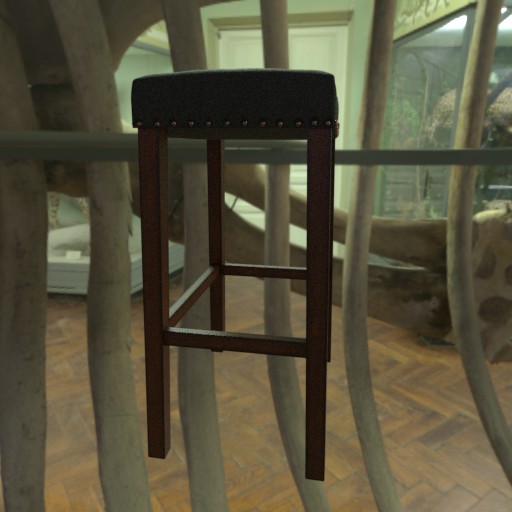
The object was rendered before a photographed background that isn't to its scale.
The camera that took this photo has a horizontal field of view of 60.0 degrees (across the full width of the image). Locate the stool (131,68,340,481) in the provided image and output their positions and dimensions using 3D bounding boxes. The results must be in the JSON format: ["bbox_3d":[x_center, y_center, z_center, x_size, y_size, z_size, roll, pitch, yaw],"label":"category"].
[{"bbox_3d":[0.000,0.000,1.031,0.366,0.760,0.502,3,16,10],"label":"stool"}]
